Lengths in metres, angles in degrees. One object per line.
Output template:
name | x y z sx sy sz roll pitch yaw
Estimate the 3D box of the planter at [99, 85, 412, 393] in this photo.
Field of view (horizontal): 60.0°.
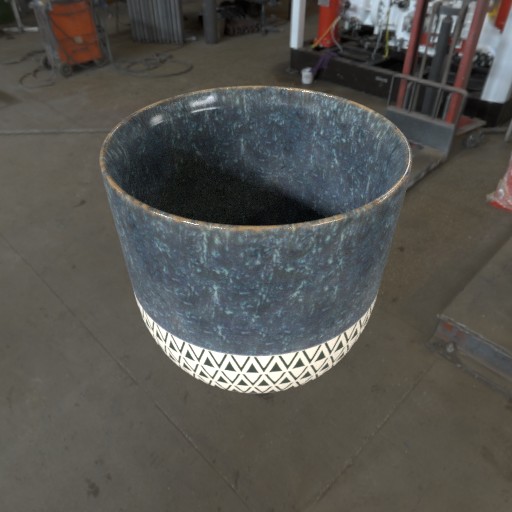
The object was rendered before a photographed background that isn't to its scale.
planter | 0.000 0.000 0.475 0.266 0.270 0.266 0 40 0
